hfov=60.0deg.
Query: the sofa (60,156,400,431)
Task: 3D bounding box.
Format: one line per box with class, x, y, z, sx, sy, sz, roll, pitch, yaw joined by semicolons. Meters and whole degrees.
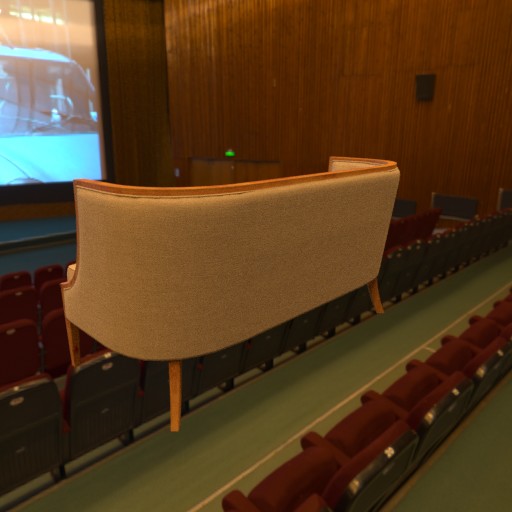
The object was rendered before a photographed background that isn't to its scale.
sofa;0.000;0.000;1.959;0.770;0.775;1.474;16;23;42
